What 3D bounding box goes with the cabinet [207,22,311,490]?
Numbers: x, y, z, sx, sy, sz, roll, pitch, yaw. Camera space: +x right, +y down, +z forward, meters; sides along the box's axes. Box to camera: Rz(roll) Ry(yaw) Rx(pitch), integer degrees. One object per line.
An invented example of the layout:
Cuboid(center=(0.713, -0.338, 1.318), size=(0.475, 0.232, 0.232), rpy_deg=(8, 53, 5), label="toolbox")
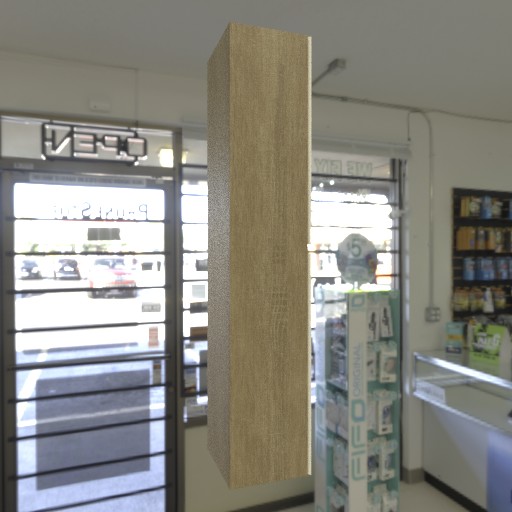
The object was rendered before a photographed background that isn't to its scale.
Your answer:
Cuboid(center=(0.000, 0.000, 1.511), size=(0.270, 1.400, 0.300), rpy_deg=(0, 0, -19), label="cabinet")
